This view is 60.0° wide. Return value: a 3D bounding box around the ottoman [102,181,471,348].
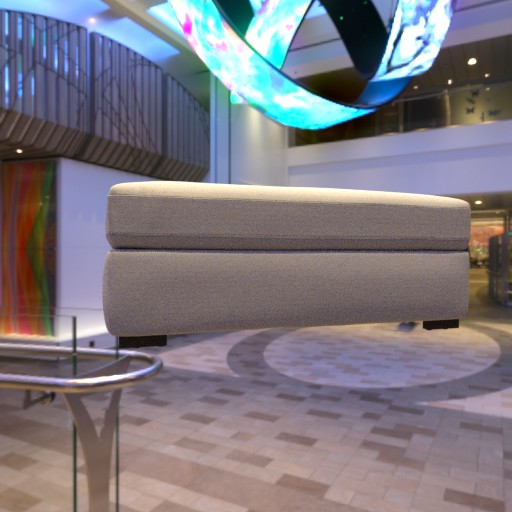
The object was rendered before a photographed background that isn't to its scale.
[{"bbox_3d":[0.000,0.000,1.816,1.167,0.482,1.163,0,0,-17],"label":"ottoman"}]
